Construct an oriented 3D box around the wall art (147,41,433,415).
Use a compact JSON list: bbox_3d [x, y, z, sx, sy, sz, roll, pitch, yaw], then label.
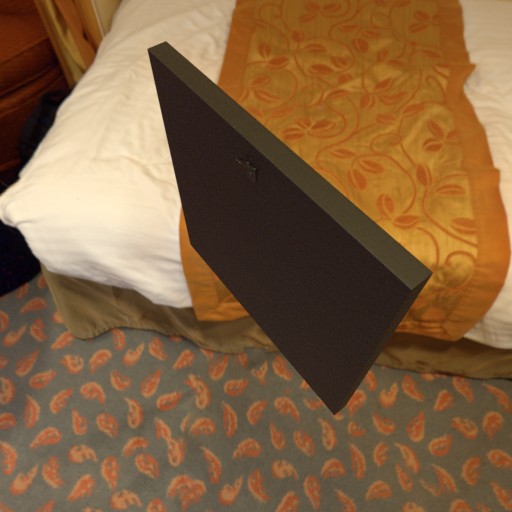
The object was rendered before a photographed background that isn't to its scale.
[{"bbox_3d":[0.000,0.000,0.519,0.038,0.349,0.349,-33,63,-19],"label":"wall art"}]
